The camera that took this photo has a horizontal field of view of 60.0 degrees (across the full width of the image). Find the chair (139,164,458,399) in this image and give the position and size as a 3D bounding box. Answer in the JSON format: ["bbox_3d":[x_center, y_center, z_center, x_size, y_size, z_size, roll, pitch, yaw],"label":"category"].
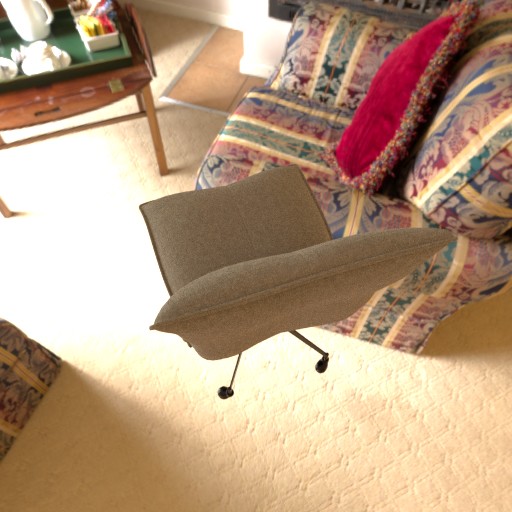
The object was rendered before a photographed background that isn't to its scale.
[{"bbox_3d":[0.000,0.000,1.288,0.597,0.811,0.696,-16,58,-10],"label":"chair"}]
